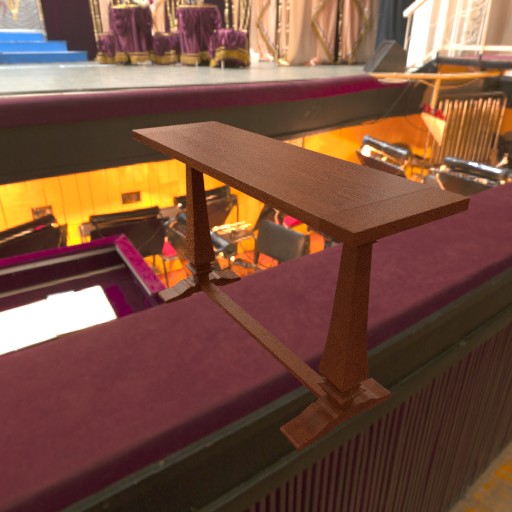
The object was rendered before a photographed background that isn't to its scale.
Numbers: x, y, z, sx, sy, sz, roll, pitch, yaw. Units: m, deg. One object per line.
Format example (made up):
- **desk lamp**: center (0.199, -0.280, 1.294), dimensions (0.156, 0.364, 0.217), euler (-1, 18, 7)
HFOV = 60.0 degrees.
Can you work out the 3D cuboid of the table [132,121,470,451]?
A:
- **table**: center (0.000, 0.000, 1.864), dimensions (0.461, 0.852, 1.478), euler (-17, 31, -30)
